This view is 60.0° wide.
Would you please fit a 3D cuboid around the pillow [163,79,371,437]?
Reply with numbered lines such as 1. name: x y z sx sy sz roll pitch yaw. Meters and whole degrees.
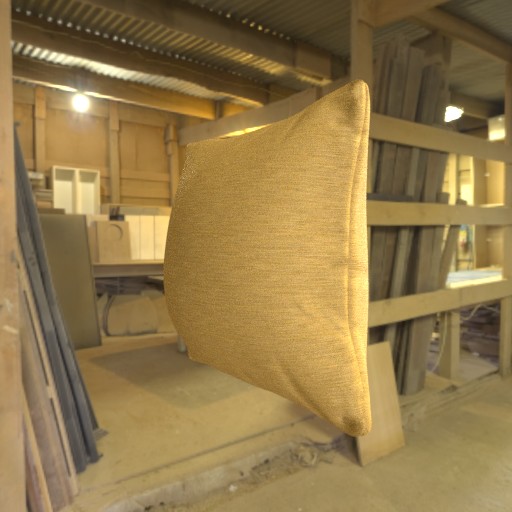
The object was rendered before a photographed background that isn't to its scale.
1. pillow: 0.000 0.000 0.683 0.247 0.417 0.435 -2 3 -36
